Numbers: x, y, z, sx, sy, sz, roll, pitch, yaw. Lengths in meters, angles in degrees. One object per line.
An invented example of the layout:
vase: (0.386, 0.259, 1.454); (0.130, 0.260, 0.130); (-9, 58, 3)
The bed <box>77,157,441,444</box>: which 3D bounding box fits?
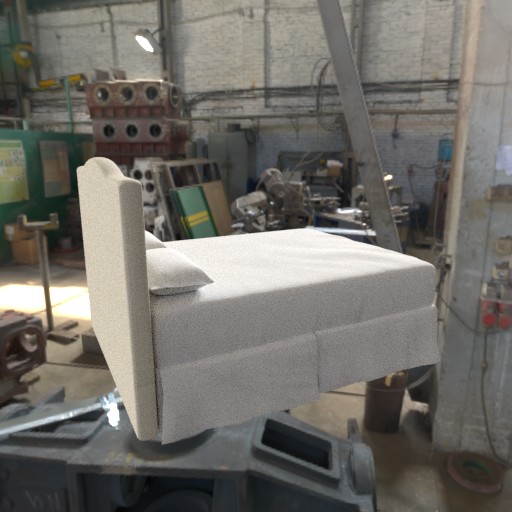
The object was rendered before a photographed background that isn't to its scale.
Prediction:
bed: (0.000, 0.000, 3.278); (2.196, 1.449, 1.741); (-7, 16, -27)
